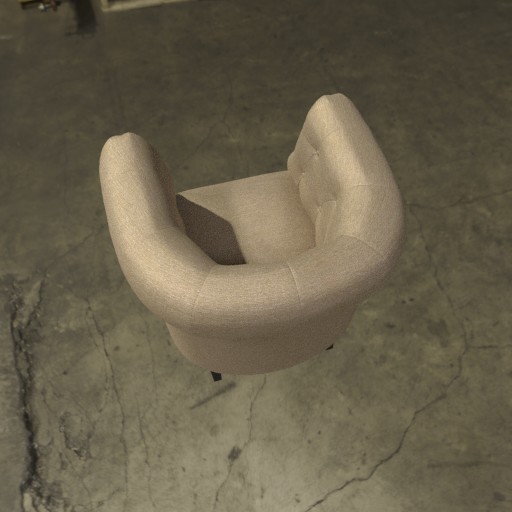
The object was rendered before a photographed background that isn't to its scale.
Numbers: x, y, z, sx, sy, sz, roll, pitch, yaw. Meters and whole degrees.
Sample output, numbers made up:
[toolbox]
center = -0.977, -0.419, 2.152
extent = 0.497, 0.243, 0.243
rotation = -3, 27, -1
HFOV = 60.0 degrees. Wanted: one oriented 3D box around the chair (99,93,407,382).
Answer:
[chair]
center = 0.000, 0.000, 1.632
extent = 0.905, 0.827, 0.852
rotation = -14, 58, -9
